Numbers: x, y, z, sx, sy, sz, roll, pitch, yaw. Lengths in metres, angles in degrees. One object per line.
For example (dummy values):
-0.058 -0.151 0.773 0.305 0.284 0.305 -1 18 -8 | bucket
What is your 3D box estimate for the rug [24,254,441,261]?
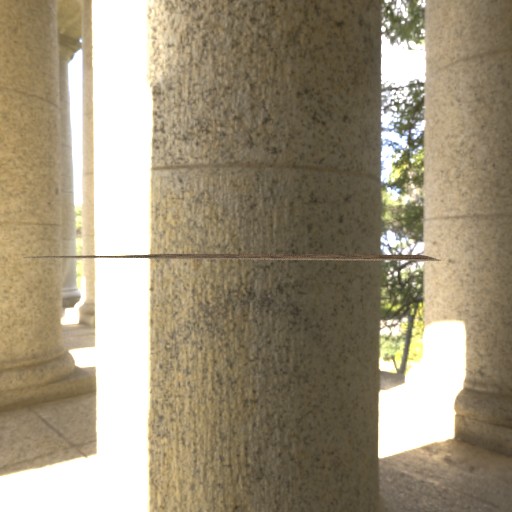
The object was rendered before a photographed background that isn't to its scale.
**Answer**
0.000 0.000 4.060 2.977 0.008 2.380 0 1 18 | rug
